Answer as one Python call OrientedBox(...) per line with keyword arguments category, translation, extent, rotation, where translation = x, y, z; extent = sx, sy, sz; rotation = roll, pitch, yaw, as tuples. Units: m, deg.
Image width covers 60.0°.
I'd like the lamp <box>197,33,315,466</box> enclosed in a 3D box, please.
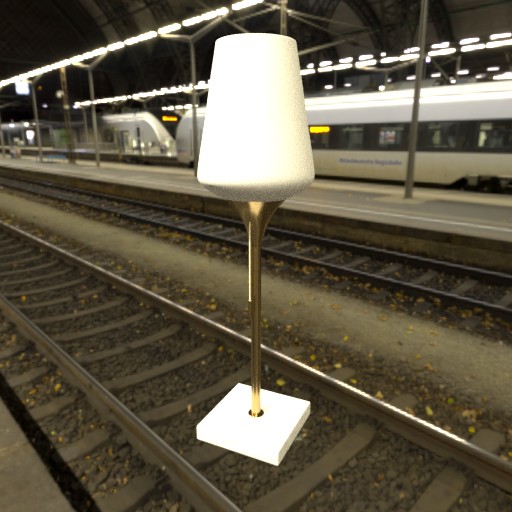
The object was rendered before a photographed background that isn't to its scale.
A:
OrientedBox(category="lamp", translation=(0.000, 0.000, 0.722), extent=(0.181, 0.639, 0.181), rotation=(7, 16, 25))
